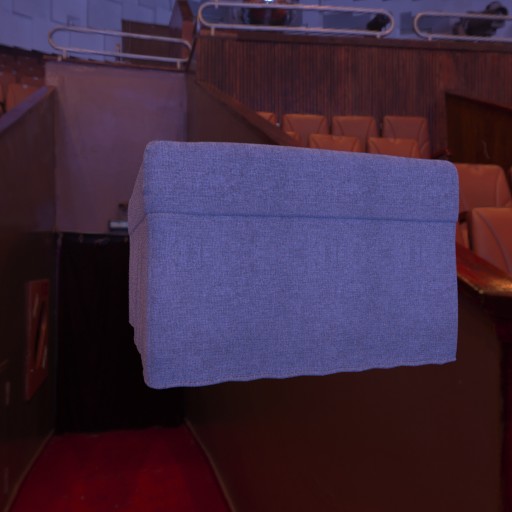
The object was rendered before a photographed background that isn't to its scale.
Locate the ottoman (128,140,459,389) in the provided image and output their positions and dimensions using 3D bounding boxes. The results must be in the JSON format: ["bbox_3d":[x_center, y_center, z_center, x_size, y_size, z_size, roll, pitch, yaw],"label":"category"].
[{"bbox_3d":[0.000,0.000,1.215,0.652,0.492,0.833,0,0,-18],"label":"ottoman"}]
